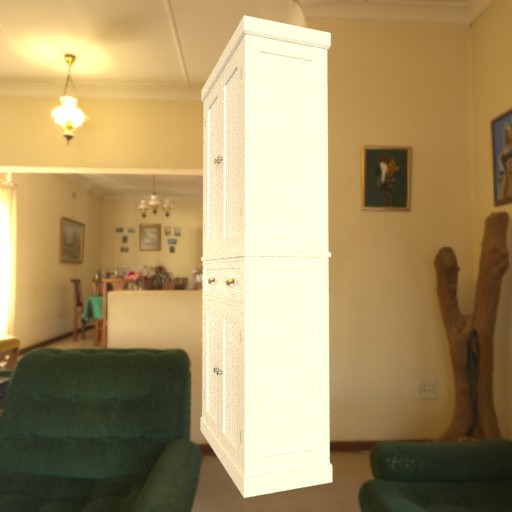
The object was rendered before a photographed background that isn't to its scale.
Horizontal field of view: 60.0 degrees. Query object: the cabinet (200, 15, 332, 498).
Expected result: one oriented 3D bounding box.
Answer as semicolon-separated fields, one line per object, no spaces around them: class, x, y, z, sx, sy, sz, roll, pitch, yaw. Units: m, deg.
cabinet;0.000;0.000;2.093;0.390;1.829;0.754;1;-2;-19
